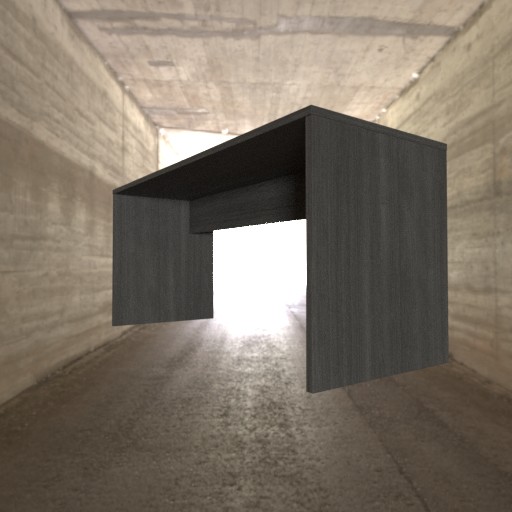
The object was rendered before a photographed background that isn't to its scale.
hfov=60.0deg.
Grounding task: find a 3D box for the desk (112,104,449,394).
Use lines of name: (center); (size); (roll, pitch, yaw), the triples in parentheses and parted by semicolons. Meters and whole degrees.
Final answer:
desk: (0.000, 0.000, 2.030); (0.802, 0.750, 1.600); (1, -2, -36)
